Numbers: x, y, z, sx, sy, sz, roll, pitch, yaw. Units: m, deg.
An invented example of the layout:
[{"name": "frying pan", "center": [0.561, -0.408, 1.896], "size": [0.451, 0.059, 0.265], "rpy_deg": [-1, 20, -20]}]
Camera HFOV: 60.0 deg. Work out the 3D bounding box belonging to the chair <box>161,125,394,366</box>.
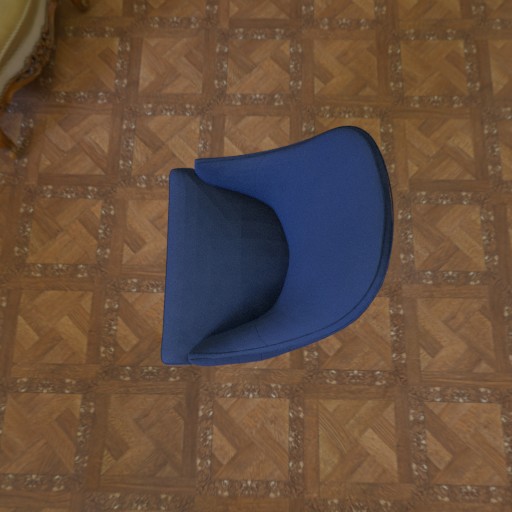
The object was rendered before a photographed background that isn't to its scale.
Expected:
[{"name": "chair", "center": [0.000, 0.000, 1.336], "size": [0.575, 0.889, 0.643], "rpy_deg": [0, 76, 0]}]
